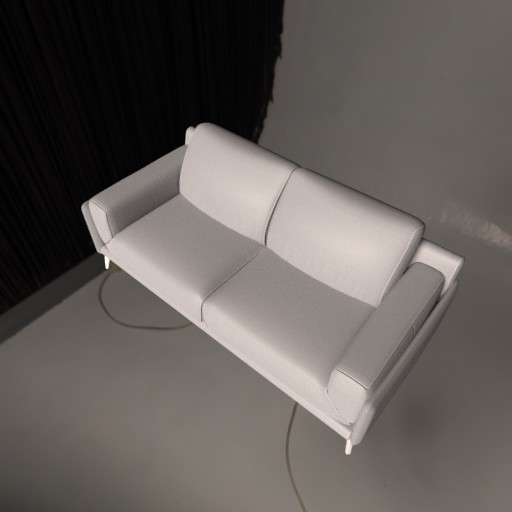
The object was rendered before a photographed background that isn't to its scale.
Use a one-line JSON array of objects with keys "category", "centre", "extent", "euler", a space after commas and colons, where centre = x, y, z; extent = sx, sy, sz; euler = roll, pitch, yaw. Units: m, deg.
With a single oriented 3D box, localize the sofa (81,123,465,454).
[{"category": "sofa", "centre": [0.000, 0.000, 2.653], "extent": [2.100, 0.900, 0.969], "euler": [31, 54, 26]}]
